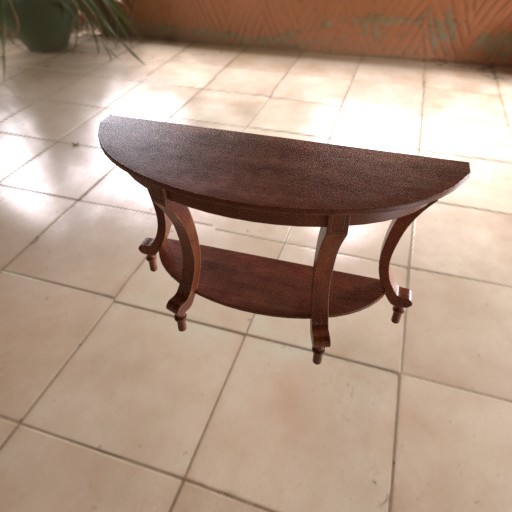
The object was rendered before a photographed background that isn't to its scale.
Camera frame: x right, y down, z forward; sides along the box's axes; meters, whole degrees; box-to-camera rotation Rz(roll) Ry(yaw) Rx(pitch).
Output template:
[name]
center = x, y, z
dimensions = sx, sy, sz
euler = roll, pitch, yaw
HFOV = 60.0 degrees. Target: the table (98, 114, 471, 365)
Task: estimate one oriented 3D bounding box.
[table]
center = 0.000, 0.000, 1.520
dimensions = 1.198, 0.699, 0.394
euler = 11, 42, 13
